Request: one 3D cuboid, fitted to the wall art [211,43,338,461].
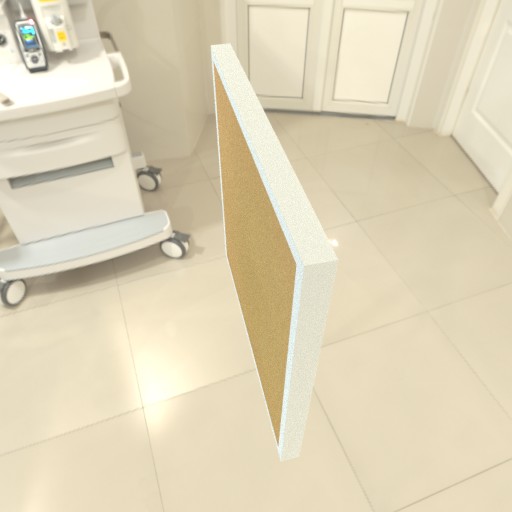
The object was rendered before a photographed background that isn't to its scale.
[{"bbox_3d":[0.000,0.000,0.457,0.020,0.307,0.307,-10,48,-9],"label":"wall art"}]
